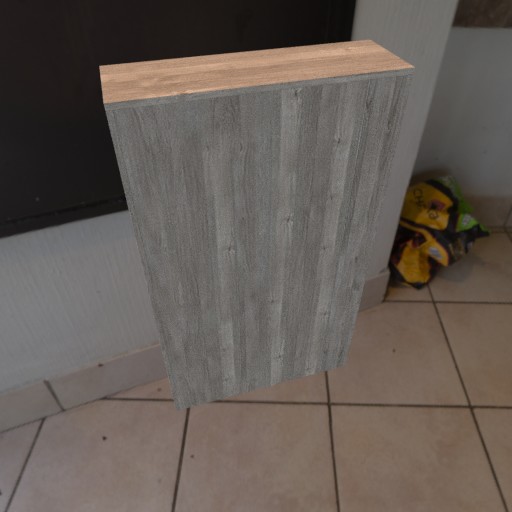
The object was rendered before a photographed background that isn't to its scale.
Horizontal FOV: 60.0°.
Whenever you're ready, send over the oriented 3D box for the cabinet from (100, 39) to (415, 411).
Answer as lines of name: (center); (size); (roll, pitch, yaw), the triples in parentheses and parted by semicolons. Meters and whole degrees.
cabinet: (0.000, 0.000, 1.537); (0.750, 1.280, 0.250); (-11, 43, -12)
